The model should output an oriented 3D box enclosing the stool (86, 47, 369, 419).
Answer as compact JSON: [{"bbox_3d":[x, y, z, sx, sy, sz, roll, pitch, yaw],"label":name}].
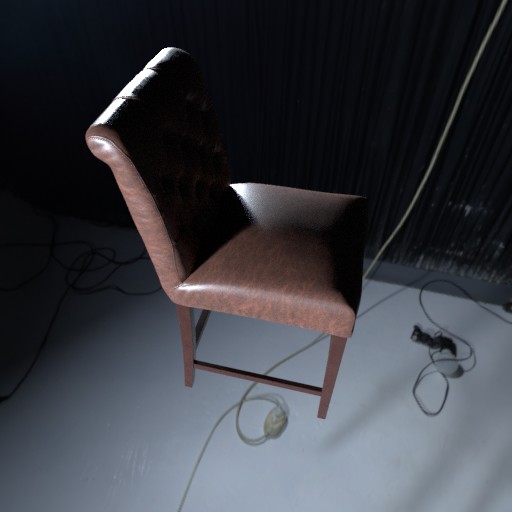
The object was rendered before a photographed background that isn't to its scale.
[{"bbox_3d":[0.000,0.000,1.408,0.660,1.084,0.486,10,48,9],"label":"stool"}]
